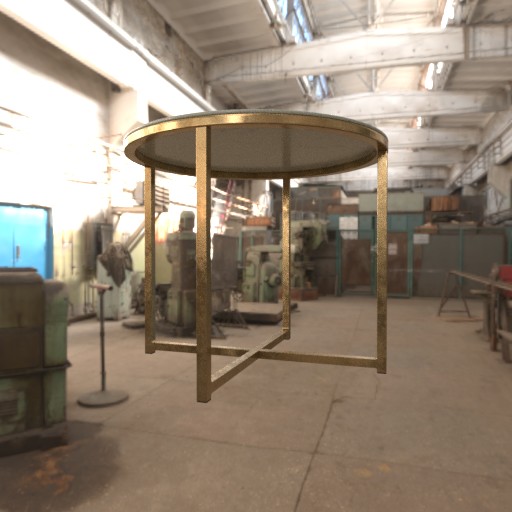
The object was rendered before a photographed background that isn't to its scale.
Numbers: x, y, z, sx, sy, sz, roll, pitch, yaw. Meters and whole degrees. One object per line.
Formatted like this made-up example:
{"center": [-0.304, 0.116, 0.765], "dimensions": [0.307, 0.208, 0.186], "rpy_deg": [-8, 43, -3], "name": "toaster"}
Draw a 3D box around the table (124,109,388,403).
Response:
{"center": [0.000, 0.000, 0.876], "dimensions": [0.500, 0.420, 0.500], "rpy_deg": [0, 1, 0], "name": "table"}
